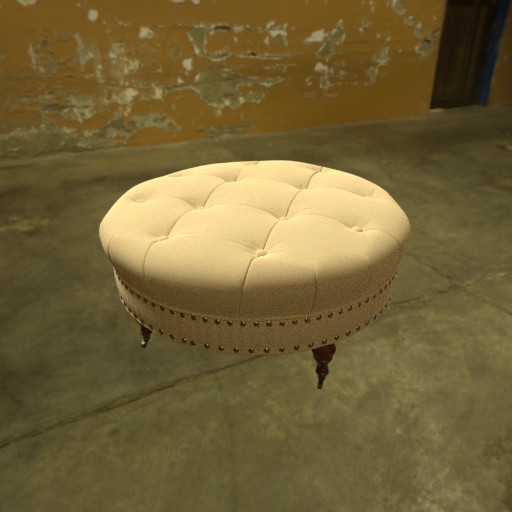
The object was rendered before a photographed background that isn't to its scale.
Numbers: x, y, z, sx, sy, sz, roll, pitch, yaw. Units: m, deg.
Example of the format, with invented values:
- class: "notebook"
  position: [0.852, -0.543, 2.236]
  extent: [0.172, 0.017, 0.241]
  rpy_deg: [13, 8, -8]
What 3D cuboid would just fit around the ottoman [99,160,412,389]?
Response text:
- class: "ottoman"
  position: [0.000, 0.000, 1.390]
  extent: [0.901, 0.439, 0.901]
  rpy_deg: [0, 27, 0]
